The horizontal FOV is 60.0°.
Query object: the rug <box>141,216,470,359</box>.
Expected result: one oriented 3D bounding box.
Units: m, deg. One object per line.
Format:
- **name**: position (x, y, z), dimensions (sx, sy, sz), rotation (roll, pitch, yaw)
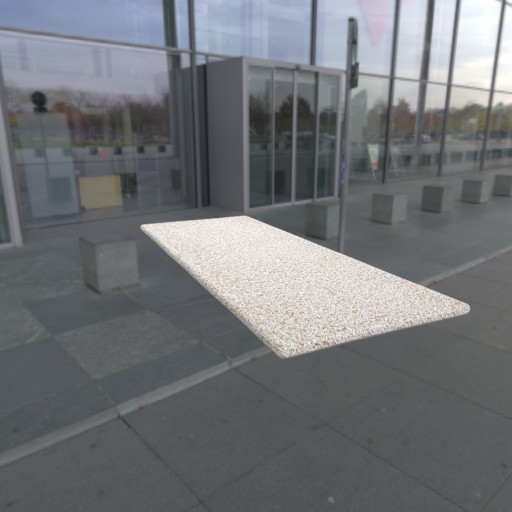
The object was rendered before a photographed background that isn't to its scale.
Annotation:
- **rug**: position (0.000, 0.000, 1.773), dimensions (0.609, 0.030, 1.524), rotation (-7, 17, -25)
